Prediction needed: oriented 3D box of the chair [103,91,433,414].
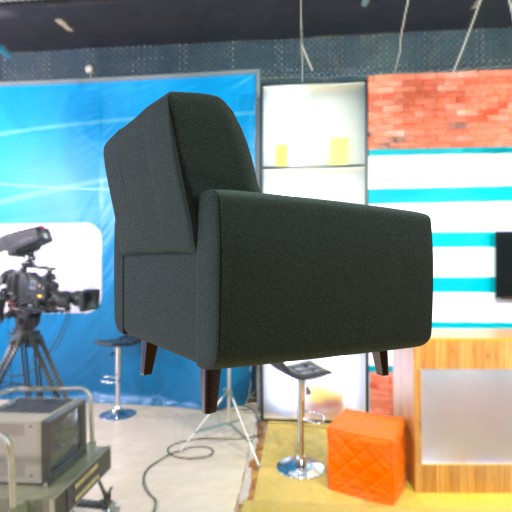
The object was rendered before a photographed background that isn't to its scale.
[{"bbox_3d":[0.000,0.000,1.560,0.909,0.841,0.831,0,-1,-34],"label":"chair"}]
